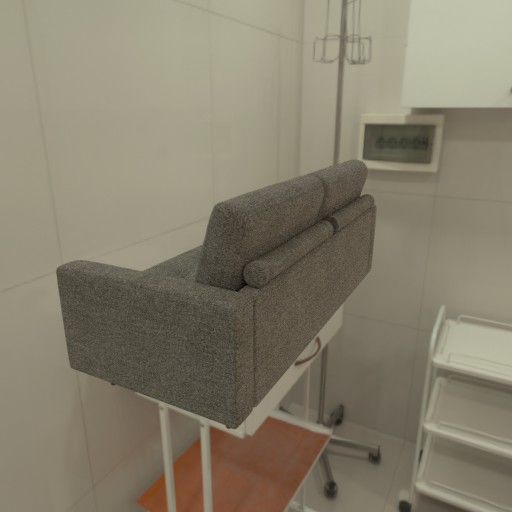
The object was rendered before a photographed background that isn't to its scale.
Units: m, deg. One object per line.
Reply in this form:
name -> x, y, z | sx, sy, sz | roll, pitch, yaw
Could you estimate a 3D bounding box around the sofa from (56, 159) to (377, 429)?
sofa -> 0.000, 0.000, 2.359 | 0.863, 0.902, 1.821 | 9, 20, 27
